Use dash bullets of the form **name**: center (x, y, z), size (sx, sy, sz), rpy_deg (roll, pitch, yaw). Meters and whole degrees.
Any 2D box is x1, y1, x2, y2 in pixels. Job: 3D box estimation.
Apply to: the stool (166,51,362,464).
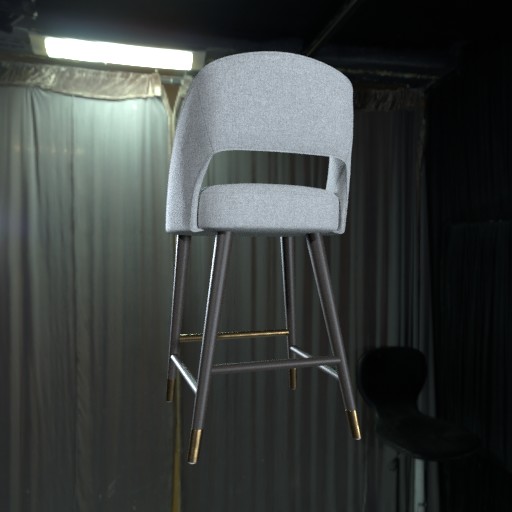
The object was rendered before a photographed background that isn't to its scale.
- **stool**: center (0.000, 0.000, 1.257), size (0.494, 0.940, 0.509), rpy_deg (0, 1, -18)
